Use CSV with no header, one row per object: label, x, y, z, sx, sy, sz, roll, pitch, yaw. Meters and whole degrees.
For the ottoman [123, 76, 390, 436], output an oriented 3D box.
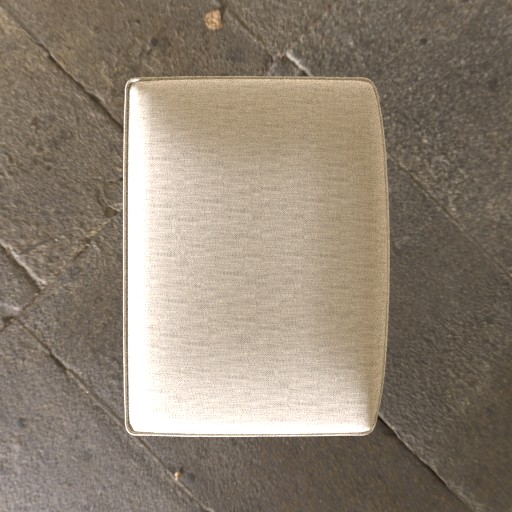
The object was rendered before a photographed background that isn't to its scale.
ottoman,0.000,0.000,1.132,0.594,0.465,0.794,0,90,-1
